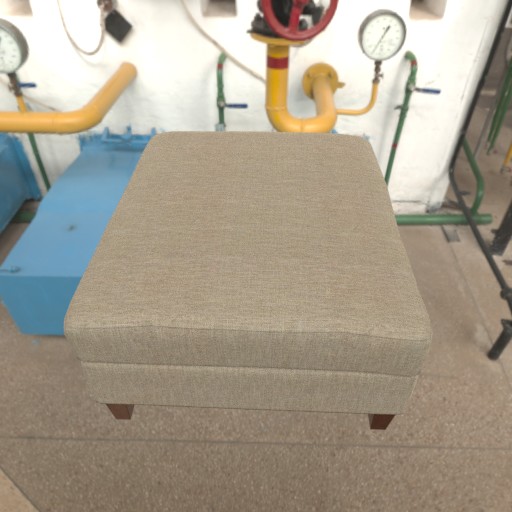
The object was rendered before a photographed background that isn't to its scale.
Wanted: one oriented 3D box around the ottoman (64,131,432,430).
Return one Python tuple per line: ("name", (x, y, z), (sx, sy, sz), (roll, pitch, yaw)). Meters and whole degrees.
("ottoman", (0.000, 0.000, 1.436), (0.836, 0.492, 0.976), (2, 41, 2))
